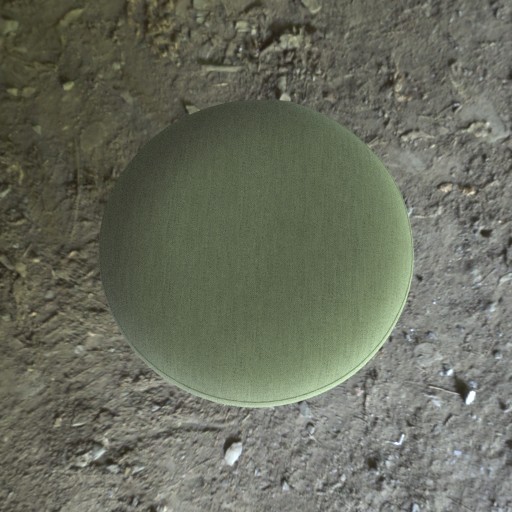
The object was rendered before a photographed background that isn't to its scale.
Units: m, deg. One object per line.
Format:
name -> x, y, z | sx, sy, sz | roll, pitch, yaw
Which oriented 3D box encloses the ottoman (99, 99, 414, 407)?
ottoman -> 0.000, 0.000, 1.220 | 0.769, 0.459, 0.769 | 0, 76, 0
